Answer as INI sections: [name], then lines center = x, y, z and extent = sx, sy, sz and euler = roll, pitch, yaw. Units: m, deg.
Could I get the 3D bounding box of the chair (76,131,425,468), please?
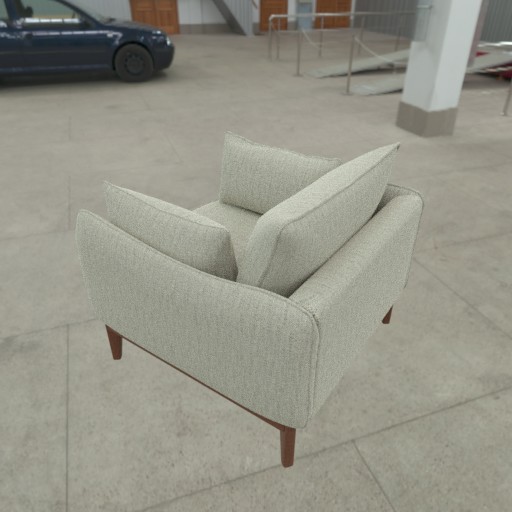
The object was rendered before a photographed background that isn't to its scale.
[chair]
center = 0.000, 0.000, 1.754
extent = 0.991, 0.855, 0.994
euler = 20, 37, 29
